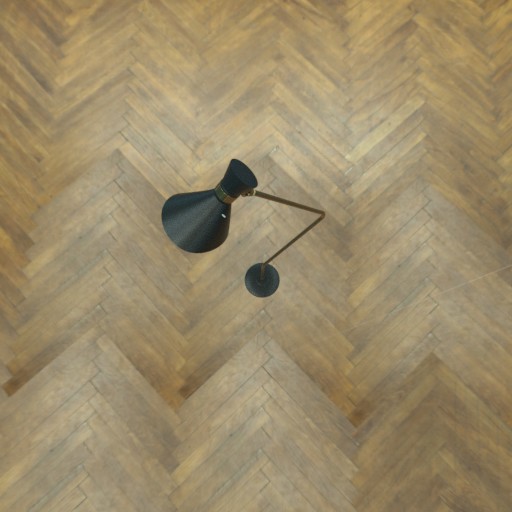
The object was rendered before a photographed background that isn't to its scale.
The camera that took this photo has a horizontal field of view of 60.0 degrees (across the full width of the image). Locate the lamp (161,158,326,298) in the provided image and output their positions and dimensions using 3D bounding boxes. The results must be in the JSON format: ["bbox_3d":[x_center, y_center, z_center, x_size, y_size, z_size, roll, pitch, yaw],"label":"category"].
[{"bbox_3d":[0.000,0.000,1.665,0.467,1.438,0.277,4,76,1],"label":"lamp"}]
